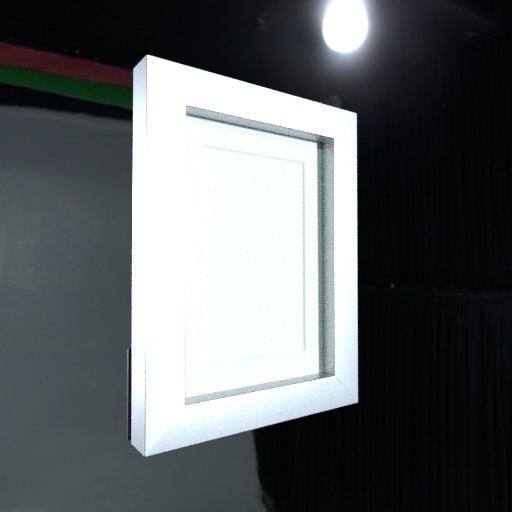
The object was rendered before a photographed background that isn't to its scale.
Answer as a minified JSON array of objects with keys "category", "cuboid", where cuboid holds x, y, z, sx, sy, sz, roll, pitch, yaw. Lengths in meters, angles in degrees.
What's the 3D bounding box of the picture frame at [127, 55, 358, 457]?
[{"category":"picture frame","cuboid":[0.000,0.000,0.285,0.157,0.208,0.028,1,-1,-35]}]
